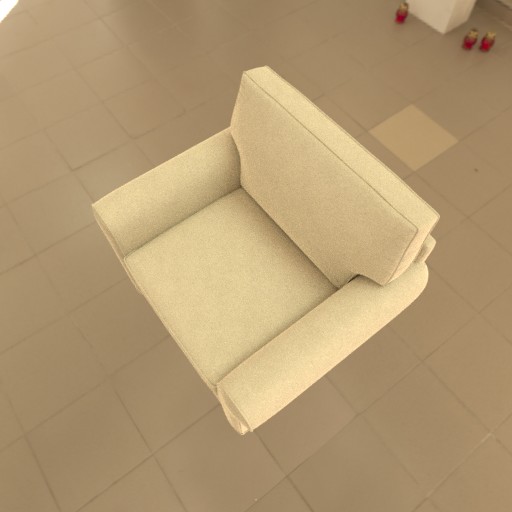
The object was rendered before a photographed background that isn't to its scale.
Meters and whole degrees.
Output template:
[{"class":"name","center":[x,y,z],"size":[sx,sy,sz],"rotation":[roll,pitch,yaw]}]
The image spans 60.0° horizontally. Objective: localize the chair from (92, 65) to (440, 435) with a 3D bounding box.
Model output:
[{"class":"chair","center":[0.000,0.000,1.743],"size":[0.863,0.955,1.040],"rotation":[-34,66,-17]}]
